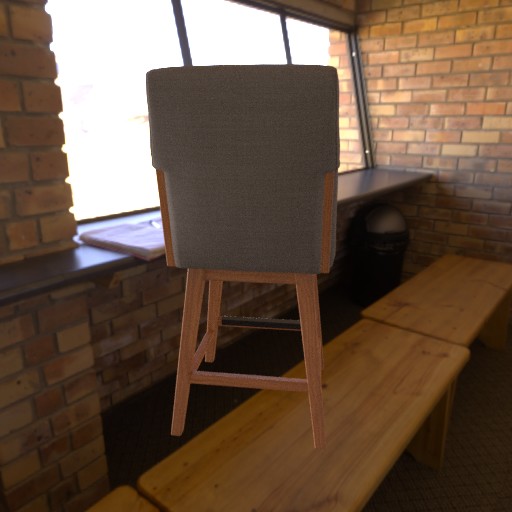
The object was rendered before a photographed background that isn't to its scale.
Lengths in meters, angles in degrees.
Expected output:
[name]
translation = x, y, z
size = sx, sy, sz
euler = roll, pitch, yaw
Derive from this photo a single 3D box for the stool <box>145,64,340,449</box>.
[stool]
translation = 0.000, 0.000, 1.342
size = 0.459, 1.019, 0.570
euler = 2, 17, 7
